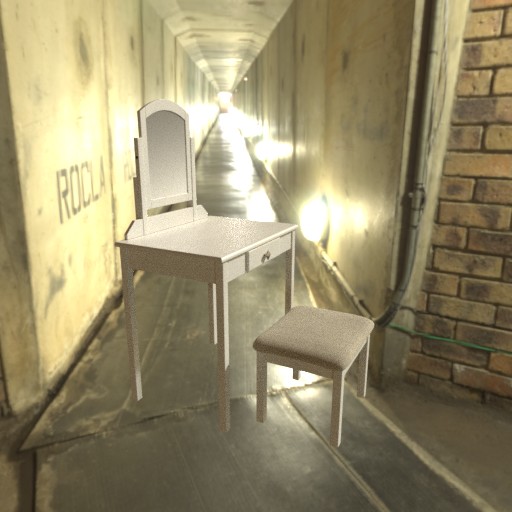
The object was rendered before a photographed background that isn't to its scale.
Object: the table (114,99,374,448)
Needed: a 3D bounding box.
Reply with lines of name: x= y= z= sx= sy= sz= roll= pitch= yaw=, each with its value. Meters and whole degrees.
table: x=0.000 y=0.000 z=2.383 sx=1.211 sy=1.631 sz=0.876 roll=8 pitch=17 yaw=27
